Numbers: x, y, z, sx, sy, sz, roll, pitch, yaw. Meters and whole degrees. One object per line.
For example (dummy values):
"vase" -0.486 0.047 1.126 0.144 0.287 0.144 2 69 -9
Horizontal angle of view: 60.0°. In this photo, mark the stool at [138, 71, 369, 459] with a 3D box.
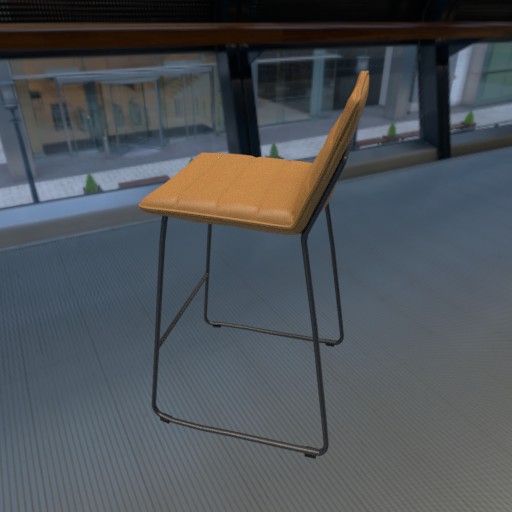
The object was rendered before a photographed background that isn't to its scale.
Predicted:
"stool" 0.000 0.000 1.228 0.524 0.936 0.489 7 31 13
